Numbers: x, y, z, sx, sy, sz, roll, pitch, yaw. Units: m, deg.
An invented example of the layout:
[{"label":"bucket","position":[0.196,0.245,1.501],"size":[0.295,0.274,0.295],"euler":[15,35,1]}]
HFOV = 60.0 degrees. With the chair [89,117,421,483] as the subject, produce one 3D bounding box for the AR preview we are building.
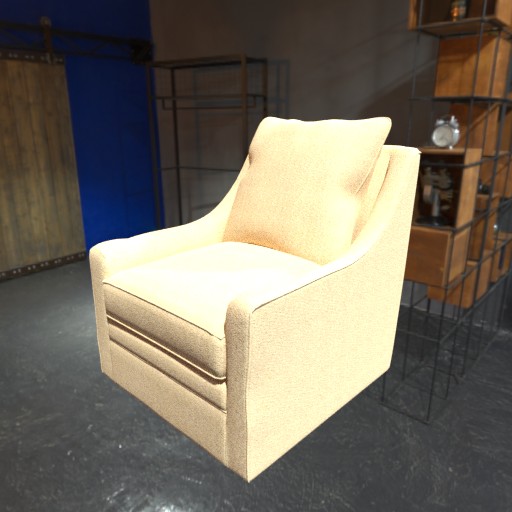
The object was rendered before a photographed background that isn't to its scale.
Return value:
[{"label":"chair","position":[0.000,0.000,1.542],"size":[0.760,0.927,0.876],"euler":[16,23,41]}]
